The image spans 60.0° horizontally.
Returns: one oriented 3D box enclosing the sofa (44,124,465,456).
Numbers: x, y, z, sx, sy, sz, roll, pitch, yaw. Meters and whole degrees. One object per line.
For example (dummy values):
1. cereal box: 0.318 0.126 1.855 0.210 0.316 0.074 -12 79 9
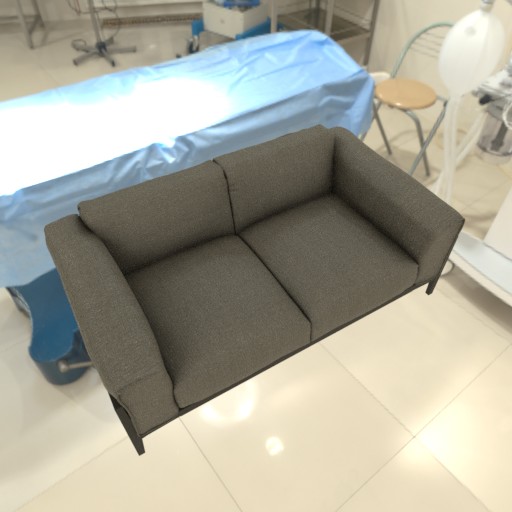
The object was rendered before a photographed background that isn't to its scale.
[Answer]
1. sofa: 0.000 0.000 2.147 1.690 0.656 0.960 -23 51 -20
